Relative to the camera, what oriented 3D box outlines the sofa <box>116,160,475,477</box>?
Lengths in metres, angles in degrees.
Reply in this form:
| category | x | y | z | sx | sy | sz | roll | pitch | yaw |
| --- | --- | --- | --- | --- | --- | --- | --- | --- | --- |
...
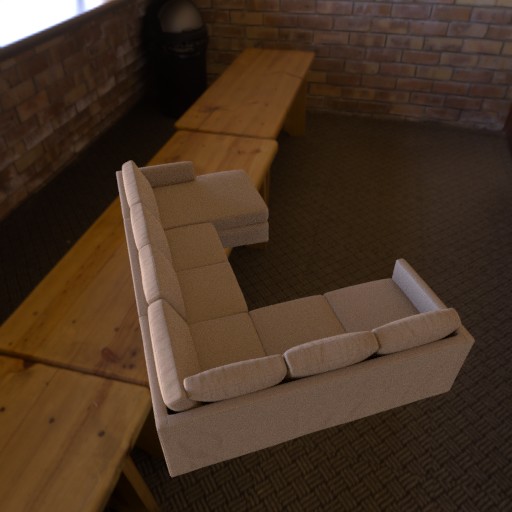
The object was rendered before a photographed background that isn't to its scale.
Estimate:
| category | x | y | z | sx | sy | sz | roll | pitch | yaw |
| --- | --- | --- | --- | --- | --- | --- | --- | --- | --- |
| sofa | 0.000 | 0.000 | 4.499 | 2.427 | 0.882 | 3.460 | -12 | 42 | -13 |
